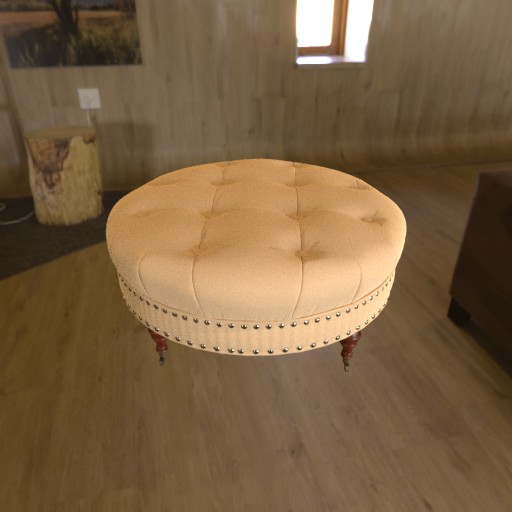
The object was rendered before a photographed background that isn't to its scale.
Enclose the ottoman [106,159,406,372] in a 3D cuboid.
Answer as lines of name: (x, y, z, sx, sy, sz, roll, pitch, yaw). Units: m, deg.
ottoman: (0.000, 0.000, 1.418, 0.901, 0.439, 0.901, 0, 28, 0)
